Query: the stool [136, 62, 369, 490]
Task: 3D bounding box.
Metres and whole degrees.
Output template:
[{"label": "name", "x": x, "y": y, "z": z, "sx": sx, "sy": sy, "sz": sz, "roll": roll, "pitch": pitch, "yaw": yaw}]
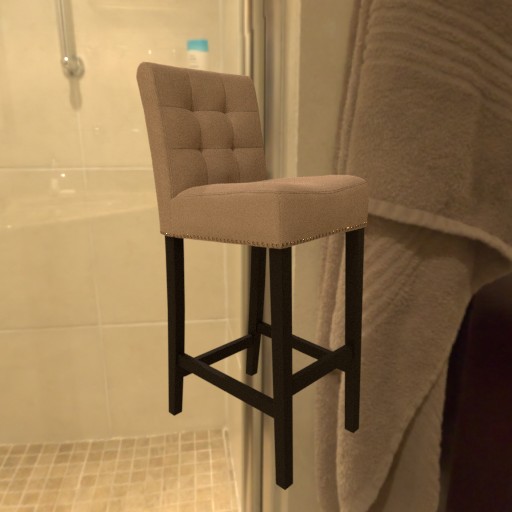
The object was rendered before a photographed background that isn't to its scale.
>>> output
[{"label": "stool", "x": 0.000, "y": 0.000, "z": 1.278, "sx": 0.548, "sy": 1.047, "sz": 0.411, "roll": 14, "pitch": 20, "yaw": 43}]
